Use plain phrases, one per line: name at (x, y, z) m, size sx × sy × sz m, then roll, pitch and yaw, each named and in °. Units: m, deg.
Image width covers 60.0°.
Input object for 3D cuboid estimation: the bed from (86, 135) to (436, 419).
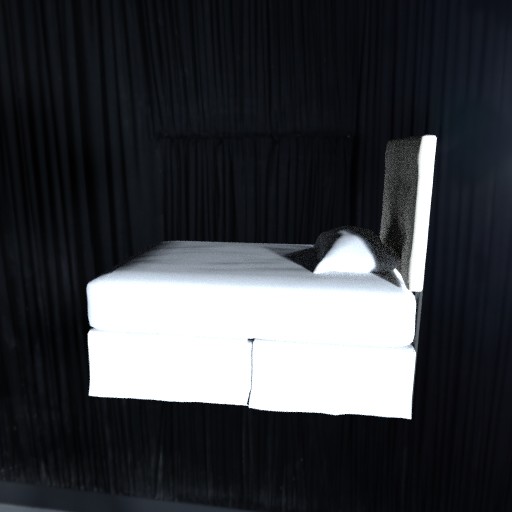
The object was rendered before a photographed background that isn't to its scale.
bed at (0.000, 0.000, 3.044) m, size 1.997 × 1.571 × 1.261 m, roll 2°, pitch 14°, yaw 8°
